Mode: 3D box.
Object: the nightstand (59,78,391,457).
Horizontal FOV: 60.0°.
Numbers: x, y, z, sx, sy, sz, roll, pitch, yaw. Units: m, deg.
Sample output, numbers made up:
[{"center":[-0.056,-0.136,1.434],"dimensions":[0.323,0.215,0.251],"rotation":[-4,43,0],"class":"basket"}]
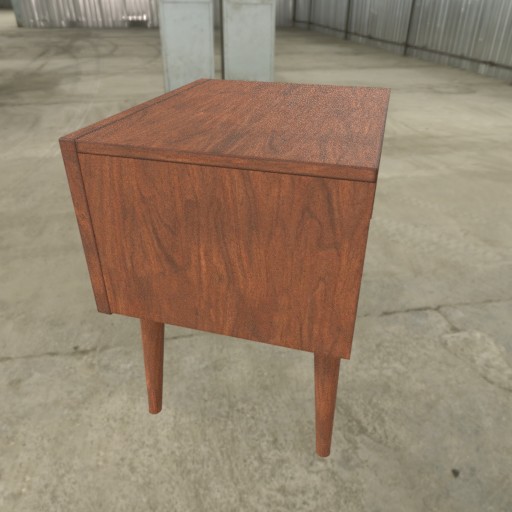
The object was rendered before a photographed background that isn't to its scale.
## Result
[{"center":[0.000,0.000,0.934],"dimensions":[0.445,0.607,0.521],"rotation":[8,32,14],"class":"nightstand"}]
